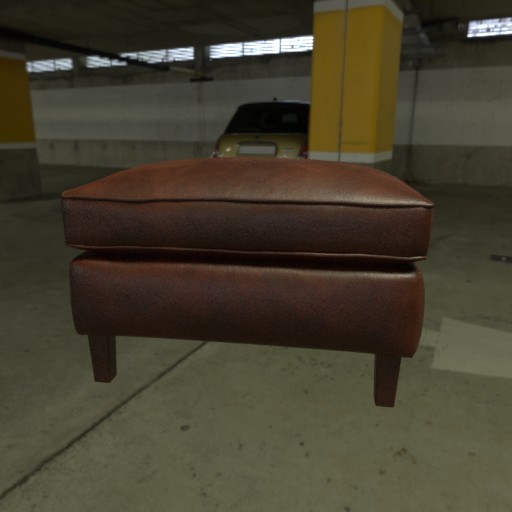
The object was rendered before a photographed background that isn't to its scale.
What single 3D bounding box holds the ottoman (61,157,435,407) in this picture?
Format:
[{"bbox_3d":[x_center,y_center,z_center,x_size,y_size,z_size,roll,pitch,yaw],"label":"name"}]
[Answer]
[{"bbox_3d":[0.000,0.000,1.001,0.665,0.432,0.501,2,16,8],"label":"ottoman"}]
